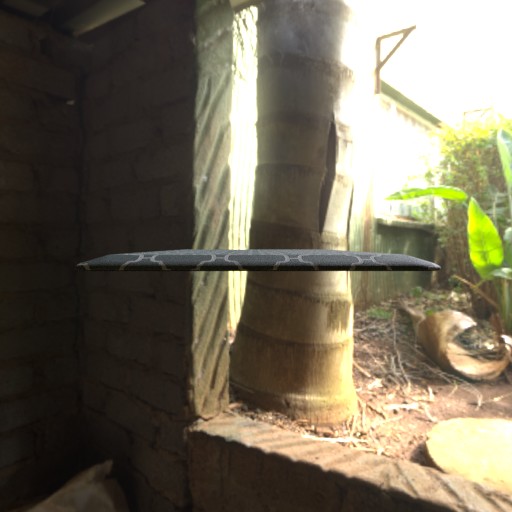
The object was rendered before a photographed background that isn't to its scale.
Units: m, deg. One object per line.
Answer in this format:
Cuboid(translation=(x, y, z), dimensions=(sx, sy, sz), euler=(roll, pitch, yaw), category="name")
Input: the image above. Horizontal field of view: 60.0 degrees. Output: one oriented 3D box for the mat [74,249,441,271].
Cuboid(translation=(0.000, 0.000, 0.961), dimensions=(0.508, 0.021, 0.762), euler=(0, 1, 0), category="mat")
